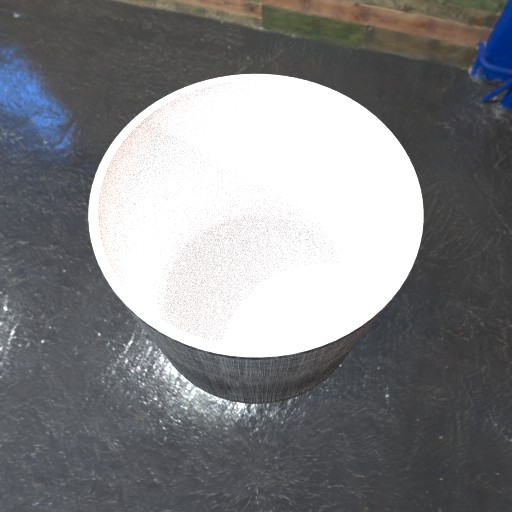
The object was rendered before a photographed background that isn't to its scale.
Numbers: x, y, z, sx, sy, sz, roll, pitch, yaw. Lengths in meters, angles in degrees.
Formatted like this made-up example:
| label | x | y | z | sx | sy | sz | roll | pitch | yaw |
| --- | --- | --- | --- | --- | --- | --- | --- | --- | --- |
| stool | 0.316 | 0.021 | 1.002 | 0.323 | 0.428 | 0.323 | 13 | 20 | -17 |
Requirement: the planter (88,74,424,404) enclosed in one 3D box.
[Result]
| label | x | y | z | sx | sy | sz | roll | pitch | yaw |
| --- | --- | --- | --- | --- | --- | --- | --- | --- | --- |
| planter | 0.000 | 0.000 | 0.438 | 0.254 | 0.221 | 0.254 | 0 | 64 | 0 |
